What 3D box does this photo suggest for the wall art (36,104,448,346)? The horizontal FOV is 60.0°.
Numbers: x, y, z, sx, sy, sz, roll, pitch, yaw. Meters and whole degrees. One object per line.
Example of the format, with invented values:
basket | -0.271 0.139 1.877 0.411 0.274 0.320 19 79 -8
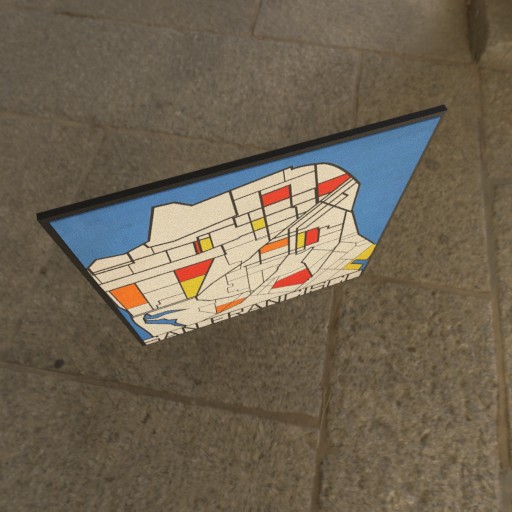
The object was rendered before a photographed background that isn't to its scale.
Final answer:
wall art | 0.000 0.000 0.979 0.664 0.663 0.015 -17 64 -8
